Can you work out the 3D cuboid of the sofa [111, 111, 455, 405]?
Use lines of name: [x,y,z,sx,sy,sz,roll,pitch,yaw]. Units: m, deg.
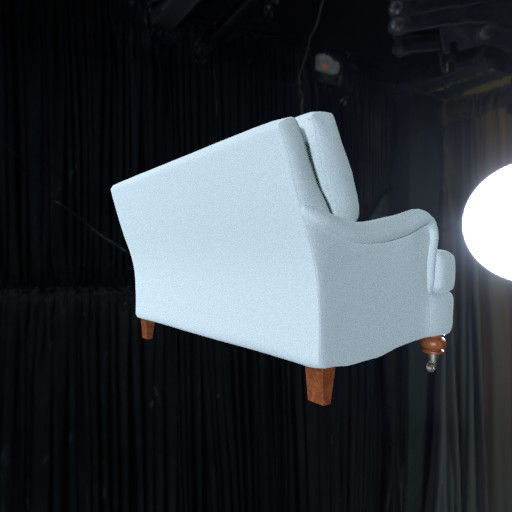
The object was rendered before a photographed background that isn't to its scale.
sofa: [0.000,0.000,2.507,1.084,1.101,1.853,0,0,-36]
